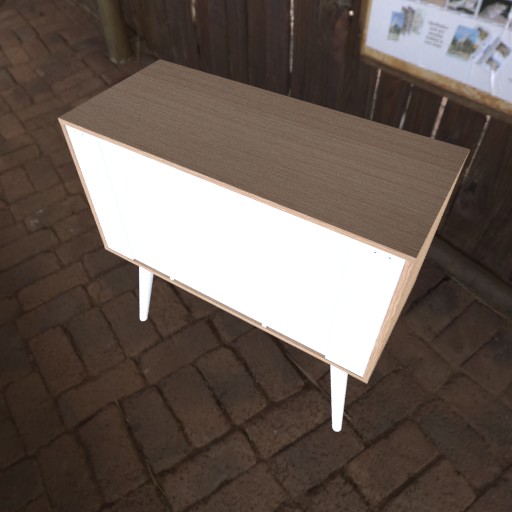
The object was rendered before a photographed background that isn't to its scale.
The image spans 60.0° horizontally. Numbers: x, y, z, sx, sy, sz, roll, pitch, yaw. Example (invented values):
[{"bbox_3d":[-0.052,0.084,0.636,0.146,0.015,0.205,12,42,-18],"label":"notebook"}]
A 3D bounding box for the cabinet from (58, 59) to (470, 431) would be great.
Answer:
[{"bbox_3d":[0.000,0.000,1.605,1.057,1.016,0.470,24,52,21],"label":"cabinet"}]
